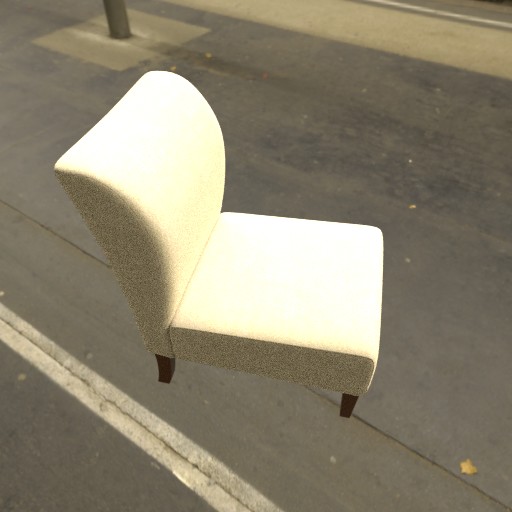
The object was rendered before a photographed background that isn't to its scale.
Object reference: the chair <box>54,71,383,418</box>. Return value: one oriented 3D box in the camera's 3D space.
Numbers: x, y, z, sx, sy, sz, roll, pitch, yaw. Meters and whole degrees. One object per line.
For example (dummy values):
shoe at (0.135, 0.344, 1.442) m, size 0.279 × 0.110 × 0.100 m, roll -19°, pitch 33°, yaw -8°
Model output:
chair at (0.000, 0.000, 1.297) m, size 0.754 × 0.833 × 0.521 m, roll 9°, pitch 45°, yaw 9°
